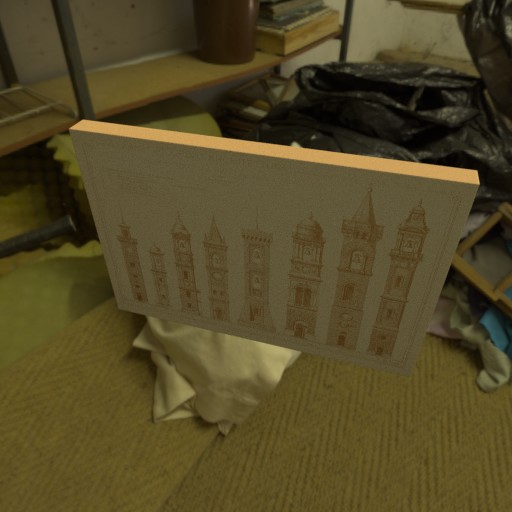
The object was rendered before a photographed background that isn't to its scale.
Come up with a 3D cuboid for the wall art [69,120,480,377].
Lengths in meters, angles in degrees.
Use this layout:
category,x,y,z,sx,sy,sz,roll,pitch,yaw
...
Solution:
category,x,y,z,sx,sy,sz,roll,pitch,yaw
wall art,0.000,0.000,0.778,0.609,0.407,0.039,11,40,13
